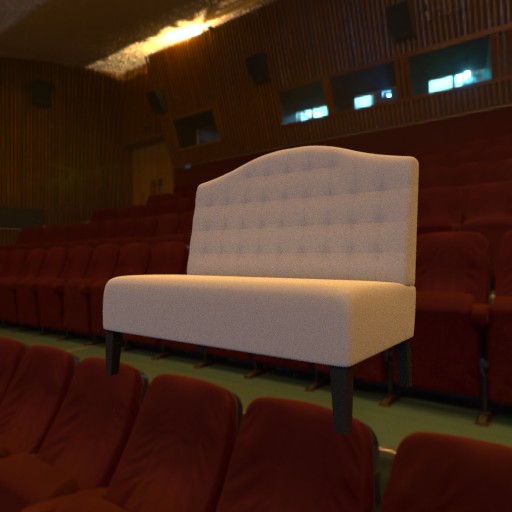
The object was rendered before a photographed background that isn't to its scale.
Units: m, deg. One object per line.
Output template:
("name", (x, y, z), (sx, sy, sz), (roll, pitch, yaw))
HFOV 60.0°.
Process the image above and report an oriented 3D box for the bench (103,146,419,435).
("bench", (0.000, 0.000, 2.144), (1.335, 1.180, 0.815), (0, 0, 36))
